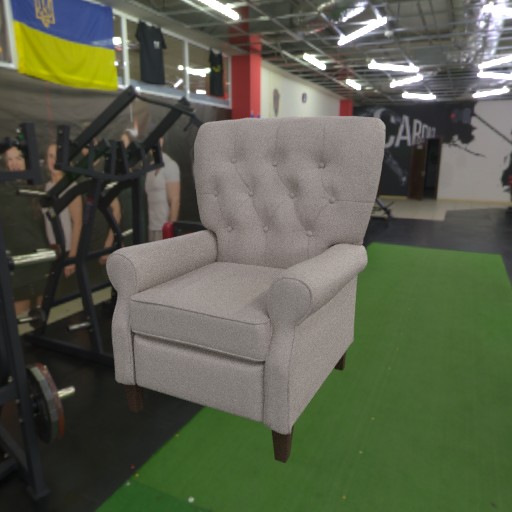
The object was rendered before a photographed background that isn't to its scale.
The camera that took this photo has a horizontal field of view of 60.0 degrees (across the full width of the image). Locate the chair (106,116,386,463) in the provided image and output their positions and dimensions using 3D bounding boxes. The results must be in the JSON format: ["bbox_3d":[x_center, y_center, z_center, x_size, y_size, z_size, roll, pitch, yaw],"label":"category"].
[{"bbox_3d":[0.000,0.000,1.945,0.942,1.209,1.025,7,15,26],"label":"chair"}]
